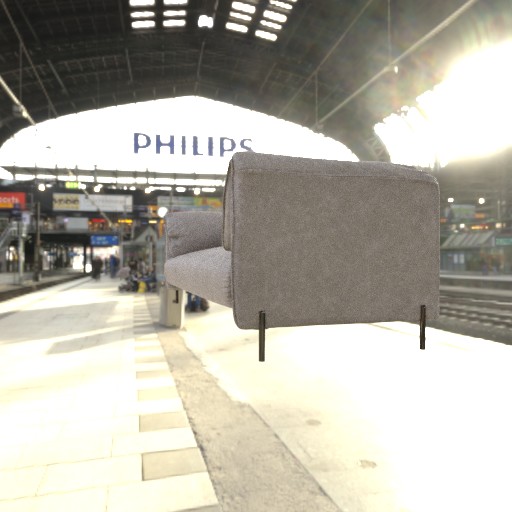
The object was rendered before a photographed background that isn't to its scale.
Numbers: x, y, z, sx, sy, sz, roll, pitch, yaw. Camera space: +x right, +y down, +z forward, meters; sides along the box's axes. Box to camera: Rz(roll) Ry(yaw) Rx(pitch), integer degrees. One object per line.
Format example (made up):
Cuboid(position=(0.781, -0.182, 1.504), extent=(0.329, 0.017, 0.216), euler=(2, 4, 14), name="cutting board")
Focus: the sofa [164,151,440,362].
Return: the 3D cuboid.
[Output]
Cuboid(position=(0.000, 0.000, 2.694), extent=(0.899, 0.758, 2.238), euler=(0, -1, -18), name="sofa")
